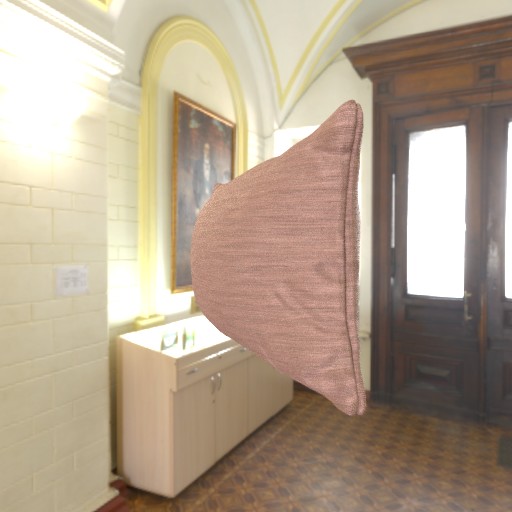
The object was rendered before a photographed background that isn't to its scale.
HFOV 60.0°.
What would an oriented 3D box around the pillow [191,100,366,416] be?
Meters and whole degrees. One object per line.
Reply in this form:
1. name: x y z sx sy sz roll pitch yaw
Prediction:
1. pillow: 0.000 0.000 0.762 0.210 0.338 0.633 0 1 -18
